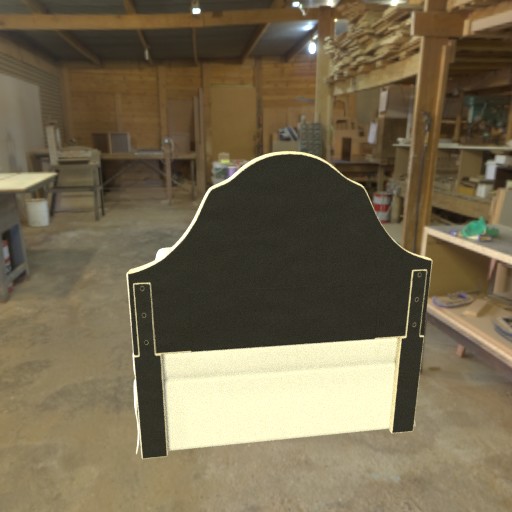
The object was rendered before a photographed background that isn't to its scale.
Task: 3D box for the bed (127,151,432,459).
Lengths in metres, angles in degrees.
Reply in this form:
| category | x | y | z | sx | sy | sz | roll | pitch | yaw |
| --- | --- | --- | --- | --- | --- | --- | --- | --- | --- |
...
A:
| category | x | y | z | sx | sy | sz | roll | pitch | yaw |
| --- | --- | --- | --- | --- | --- | --- | --- | --- | --- |
| bed | 0.000 | 0.000 | 3.218 | 1.627 | 1.575 | 2.092 | -2 | 16 | -8 |
